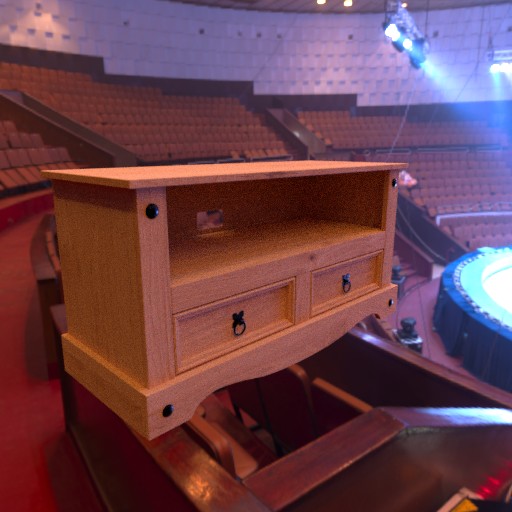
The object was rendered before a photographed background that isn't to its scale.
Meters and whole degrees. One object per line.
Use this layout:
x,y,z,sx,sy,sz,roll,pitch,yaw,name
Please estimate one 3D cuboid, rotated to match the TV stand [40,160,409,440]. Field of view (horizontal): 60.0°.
0.000,0.000,1.388,1.080,0.550,0.440,-14,19,-43,TV stand
